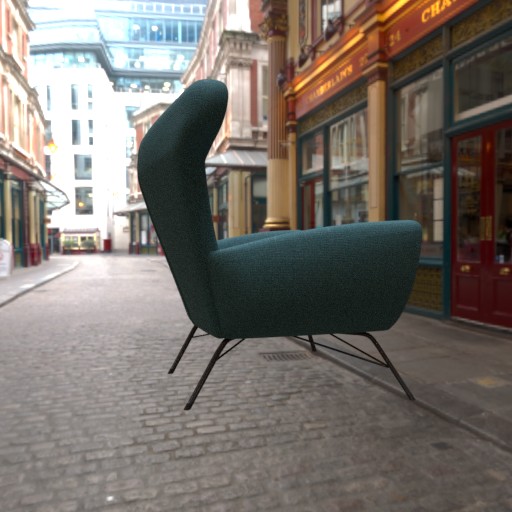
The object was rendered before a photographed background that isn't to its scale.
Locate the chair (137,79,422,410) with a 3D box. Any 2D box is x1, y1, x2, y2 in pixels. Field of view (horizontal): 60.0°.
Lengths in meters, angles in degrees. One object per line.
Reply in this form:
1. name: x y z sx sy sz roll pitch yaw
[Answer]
1. chair: 0.000 0.000 1.738 0.900 0.980 1.050 0 1 -19
